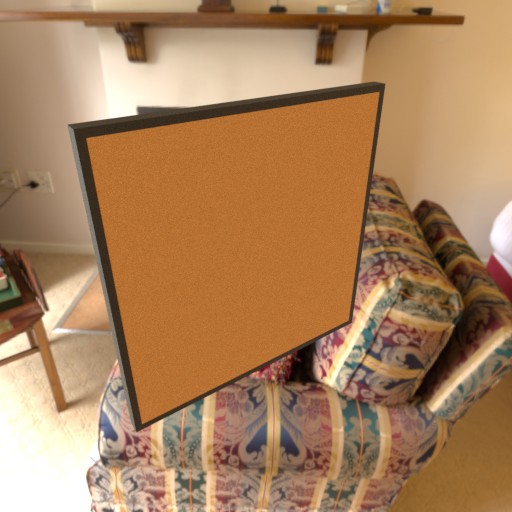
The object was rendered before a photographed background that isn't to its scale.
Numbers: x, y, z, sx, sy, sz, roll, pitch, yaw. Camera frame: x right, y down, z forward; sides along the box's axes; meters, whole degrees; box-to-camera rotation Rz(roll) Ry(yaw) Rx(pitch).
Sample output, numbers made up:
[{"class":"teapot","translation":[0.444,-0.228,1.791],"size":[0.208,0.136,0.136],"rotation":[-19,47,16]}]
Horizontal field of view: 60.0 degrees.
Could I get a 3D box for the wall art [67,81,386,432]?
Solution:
[{"class":"wall art","translation":[0.000,0.000,1.128],"size":[0.763,0.763,0.038],"rotation":[-19,36,-29]}]
